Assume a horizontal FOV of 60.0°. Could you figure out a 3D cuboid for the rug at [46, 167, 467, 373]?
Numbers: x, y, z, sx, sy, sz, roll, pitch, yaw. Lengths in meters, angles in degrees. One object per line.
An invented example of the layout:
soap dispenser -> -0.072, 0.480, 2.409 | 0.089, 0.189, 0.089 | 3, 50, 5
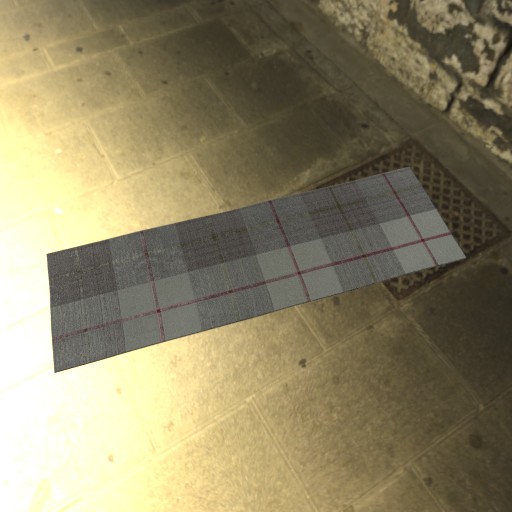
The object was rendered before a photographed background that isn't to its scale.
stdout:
rug -> 0.000, 0.000, 2.688 | 2.439, 0.013, 0.762 | -14, 60, -8
